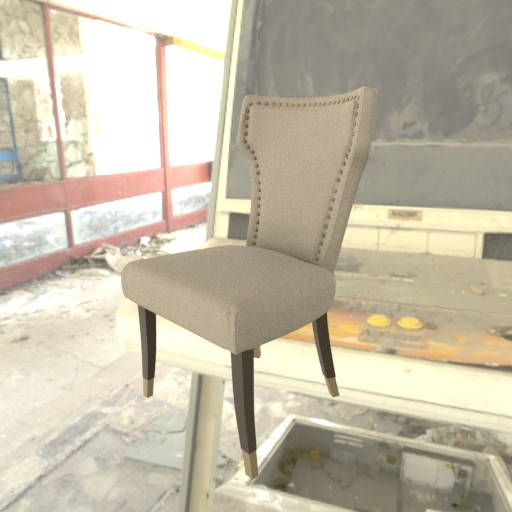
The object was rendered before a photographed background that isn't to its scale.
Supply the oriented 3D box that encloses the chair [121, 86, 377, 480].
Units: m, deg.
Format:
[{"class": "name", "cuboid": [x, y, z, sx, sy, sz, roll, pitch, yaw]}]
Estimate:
[{"class": "chair", "cuboid": [0.000, 0.000, 1.326, 0.630, 0.950, 0.526, -15, 21, -42]}]
